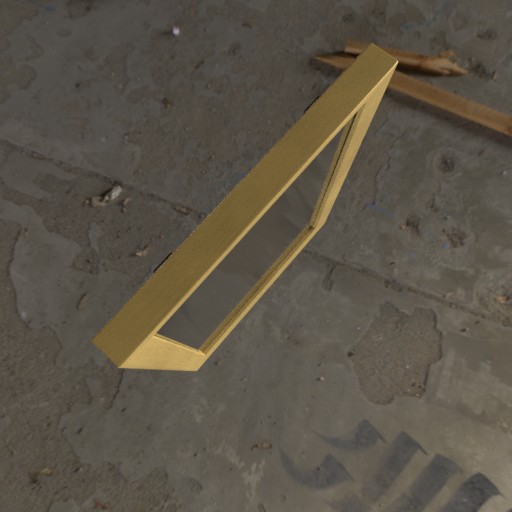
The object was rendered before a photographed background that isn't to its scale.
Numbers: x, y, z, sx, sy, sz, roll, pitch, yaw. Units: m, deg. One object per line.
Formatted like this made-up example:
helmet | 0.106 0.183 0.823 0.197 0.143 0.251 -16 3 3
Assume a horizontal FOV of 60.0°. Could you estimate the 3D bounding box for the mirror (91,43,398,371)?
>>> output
mirror | 0.000 0.000 0.666 0.041 0.508 0.405 40 79 10
